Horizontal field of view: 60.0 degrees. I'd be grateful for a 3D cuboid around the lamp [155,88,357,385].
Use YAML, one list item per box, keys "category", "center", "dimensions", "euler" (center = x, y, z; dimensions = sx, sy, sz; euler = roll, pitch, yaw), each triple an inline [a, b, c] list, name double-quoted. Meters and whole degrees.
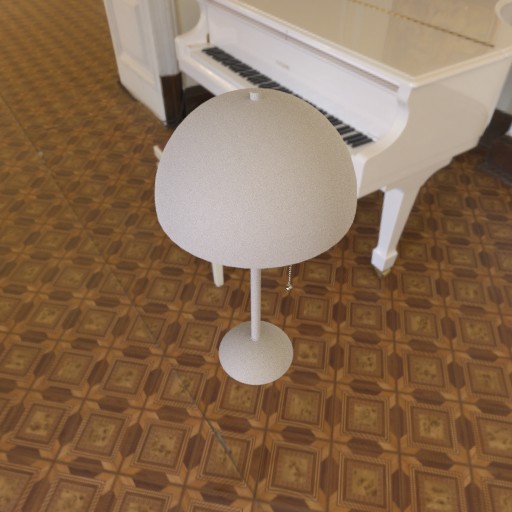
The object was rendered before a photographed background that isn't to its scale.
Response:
- category: "lamp"
  center: [0.000, 0.000, 0.433]
  dimensions: [0.171, 0.330, 0.171]
  euler: [0, 44, 0]
